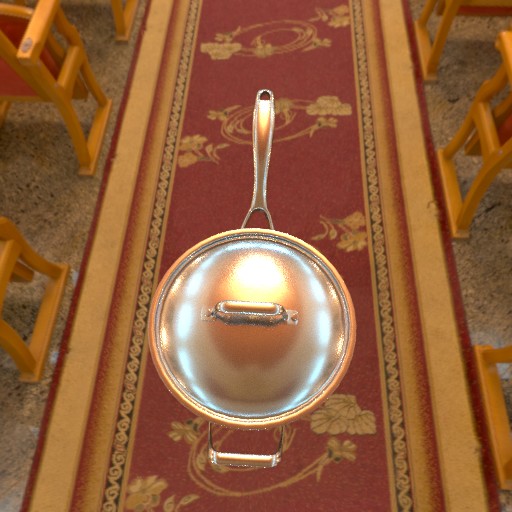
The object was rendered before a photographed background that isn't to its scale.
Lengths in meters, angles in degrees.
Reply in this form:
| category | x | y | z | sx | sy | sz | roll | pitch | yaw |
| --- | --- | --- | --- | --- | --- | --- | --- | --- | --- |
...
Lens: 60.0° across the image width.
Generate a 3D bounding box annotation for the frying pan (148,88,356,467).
| category | x | y | z | sx | sy | sz | roll | pitch | yaw |
| --- | --- | --- | --- | --- | --- | --- | --- | --- | --- |
| frying pan | 0.000 | 0.000 | 0.573 | 0.245 | 0.111 | 0.492 | 3 | 64 | 1 |
